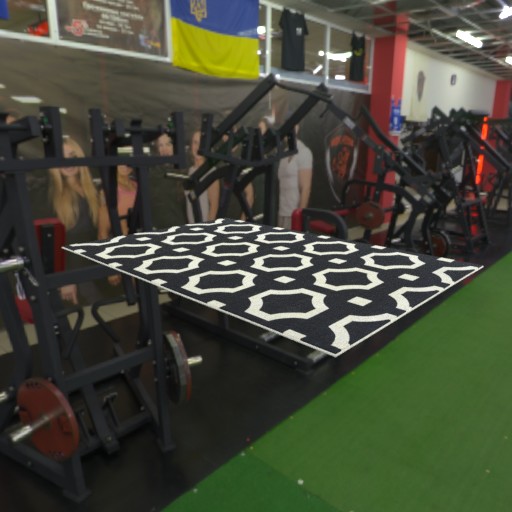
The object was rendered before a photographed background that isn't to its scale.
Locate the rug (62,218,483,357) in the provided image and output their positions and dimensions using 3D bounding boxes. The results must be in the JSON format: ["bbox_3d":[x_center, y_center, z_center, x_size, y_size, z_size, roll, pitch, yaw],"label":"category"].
[{"bbox_3d":[0.000,0.000,2.878,2.286,0.016,1.555,14,21,42],"label":"rug"}]
